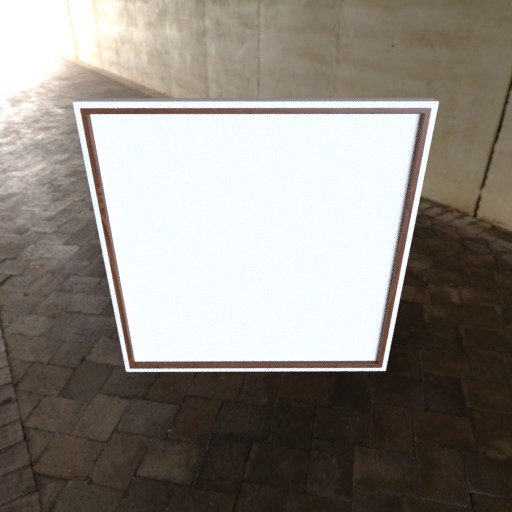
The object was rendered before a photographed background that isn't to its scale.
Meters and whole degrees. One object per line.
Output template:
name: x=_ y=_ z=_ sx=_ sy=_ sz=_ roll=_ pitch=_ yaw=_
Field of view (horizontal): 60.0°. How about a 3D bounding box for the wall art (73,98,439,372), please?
wall art: x=0.000 y=0.000 z=1.491 sx=1.009 sy=1.009 sz=0.049 roll=0 pitch=30 yaw=0
